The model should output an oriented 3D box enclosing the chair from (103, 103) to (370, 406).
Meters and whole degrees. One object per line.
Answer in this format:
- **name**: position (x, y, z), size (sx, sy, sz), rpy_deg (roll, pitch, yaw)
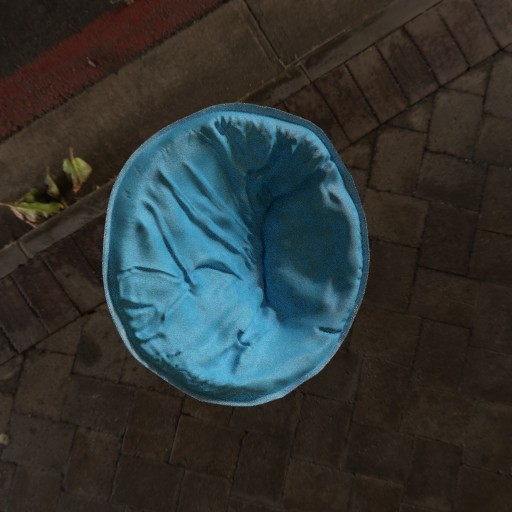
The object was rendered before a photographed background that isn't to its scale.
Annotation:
- **chair**: position (0.000, 0.000, 0.891), size (0.465, 0.478, 0.520), rpy_deg (0, 90, 0)
